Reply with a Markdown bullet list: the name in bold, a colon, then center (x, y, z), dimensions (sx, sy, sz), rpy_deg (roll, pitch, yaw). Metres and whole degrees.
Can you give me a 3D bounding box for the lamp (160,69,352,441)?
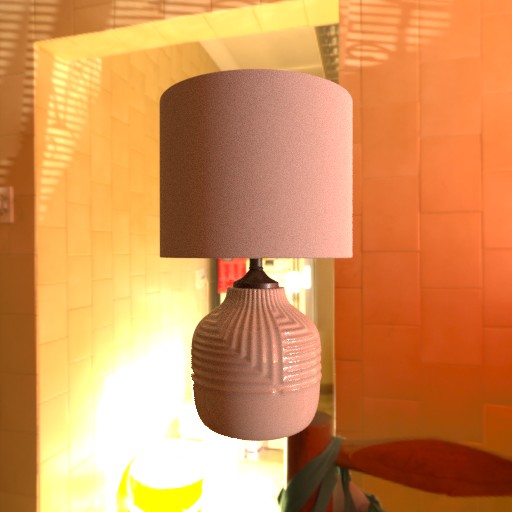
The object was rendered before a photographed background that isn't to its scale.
- **lamp**: center (0.000, 0.000, 0.748), dimensions (0.318, 0.567, 0.318), rpy_deg (0, 0, 0)
